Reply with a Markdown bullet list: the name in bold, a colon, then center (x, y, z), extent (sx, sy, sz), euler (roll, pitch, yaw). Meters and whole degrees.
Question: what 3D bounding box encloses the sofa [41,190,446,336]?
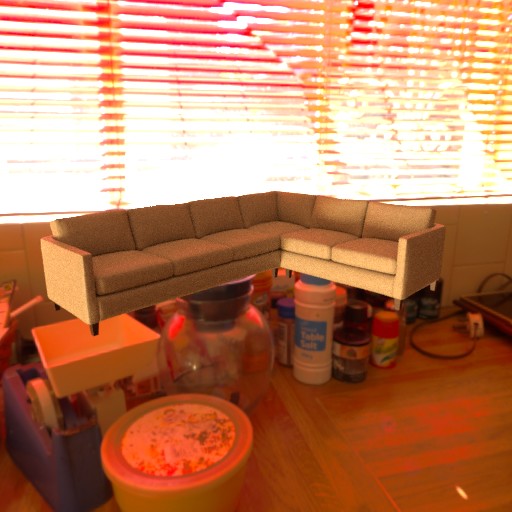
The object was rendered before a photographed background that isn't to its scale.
- **sofa**: center (0.000, 0.000, 4.499), extent (2.522, 0.934, 3.333), euler (14, 21, 43)
